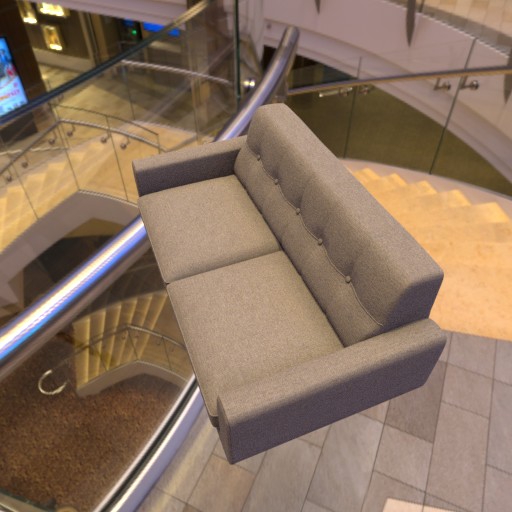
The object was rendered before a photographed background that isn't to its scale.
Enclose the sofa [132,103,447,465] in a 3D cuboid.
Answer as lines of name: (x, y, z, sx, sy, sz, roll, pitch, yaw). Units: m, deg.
sofa: (0.000, 0.000, 2.162, 0.909, 0.841, 1.631, -16, 48, -15)
